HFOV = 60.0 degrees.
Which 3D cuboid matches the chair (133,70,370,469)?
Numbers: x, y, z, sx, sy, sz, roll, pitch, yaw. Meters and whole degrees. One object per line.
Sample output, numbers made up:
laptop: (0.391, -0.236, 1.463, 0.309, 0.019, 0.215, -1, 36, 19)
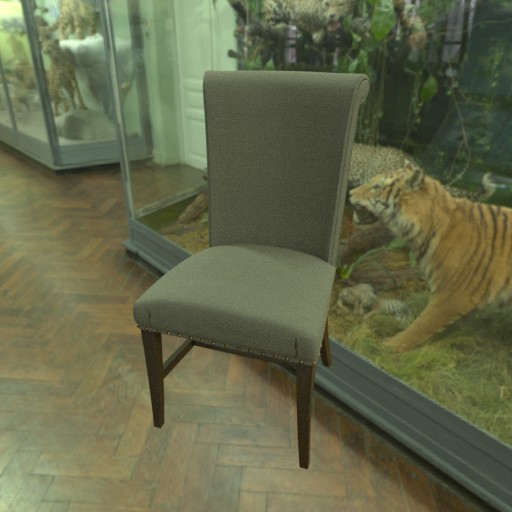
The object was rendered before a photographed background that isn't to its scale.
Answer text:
chair: (0.000, 0.000, 1.322, 0.513, 0.988, 0.608, 8, 27, 16)
